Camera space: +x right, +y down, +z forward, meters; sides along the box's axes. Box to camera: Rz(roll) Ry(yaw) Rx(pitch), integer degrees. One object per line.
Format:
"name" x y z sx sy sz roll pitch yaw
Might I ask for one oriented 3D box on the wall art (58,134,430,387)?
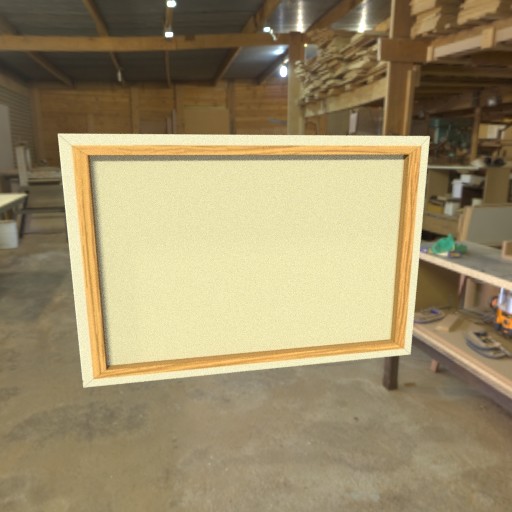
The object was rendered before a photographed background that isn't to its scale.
"wall art" 0.000 0.000 0.494 0.381 0.259 0.038 -3 14 -11
